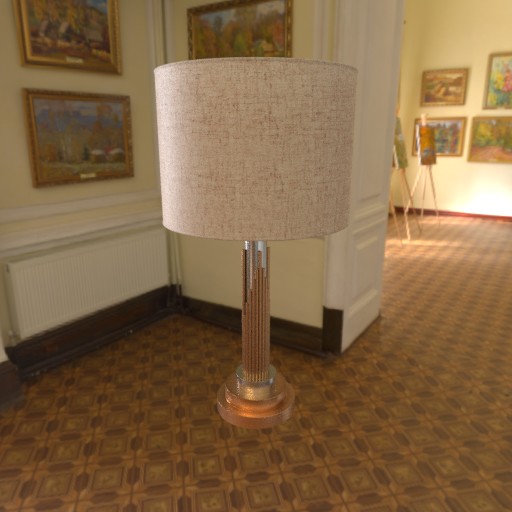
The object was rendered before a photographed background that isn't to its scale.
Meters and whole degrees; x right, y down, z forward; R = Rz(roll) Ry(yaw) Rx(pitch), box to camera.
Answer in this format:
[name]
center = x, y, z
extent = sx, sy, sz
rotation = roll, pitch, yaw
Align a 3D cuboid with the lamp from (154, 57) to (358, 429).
[lamp]
center = 0.000, 0.000, 0.795
extent = 0.321, 0.610, 0.321
rotation = -14, 21, -41
